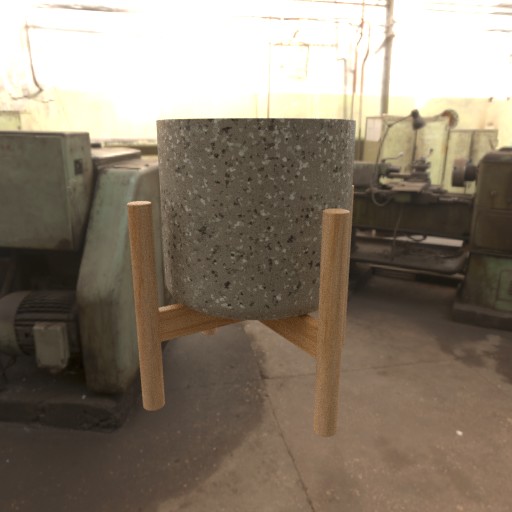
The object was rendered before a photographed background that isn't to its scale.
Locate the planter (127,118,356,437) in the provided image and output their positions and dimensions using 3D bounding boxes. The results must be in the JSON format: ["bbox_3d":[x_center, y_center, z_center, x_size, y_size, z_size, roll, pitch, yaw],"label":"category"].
[{"bbox_3d":[0.000,0.000,0.547,0.284,0.320,0.284,-3,16,-9],"label":"planter"}]
